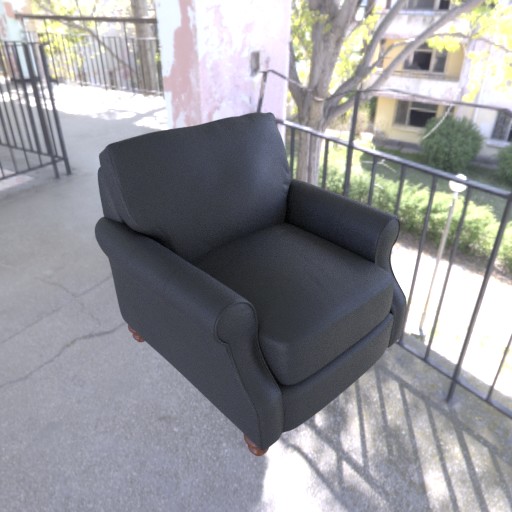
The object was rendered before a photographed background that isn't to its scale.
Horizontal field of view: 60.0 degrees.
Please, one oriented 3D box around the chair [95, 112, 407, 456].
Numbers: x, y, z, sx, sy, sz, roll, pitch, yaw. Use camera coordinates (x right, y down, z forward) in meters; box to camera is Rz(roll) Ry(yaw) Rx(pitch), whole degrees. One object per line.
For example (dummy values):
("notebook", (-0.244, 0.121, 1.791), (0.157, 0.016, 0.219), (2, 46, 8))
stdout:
("chair", (0.000, 0.000, 1.782), (1.015, 0.960, 1.027), (-21, 36, -32))
